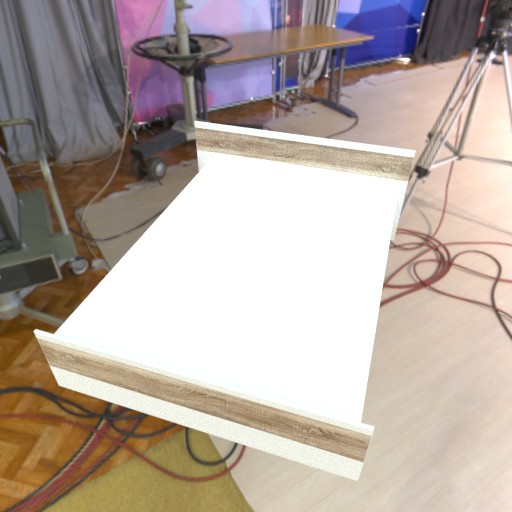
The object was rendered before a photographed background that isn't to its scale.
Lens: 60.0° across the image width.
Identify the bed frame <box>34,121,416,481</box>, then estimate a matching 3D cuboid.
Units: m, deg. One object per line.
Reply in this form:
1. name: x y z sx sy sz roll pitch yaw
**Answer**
1. bed frame: 0.000 0.000 2.868 1.720 0.800 2.060 12 40 14
